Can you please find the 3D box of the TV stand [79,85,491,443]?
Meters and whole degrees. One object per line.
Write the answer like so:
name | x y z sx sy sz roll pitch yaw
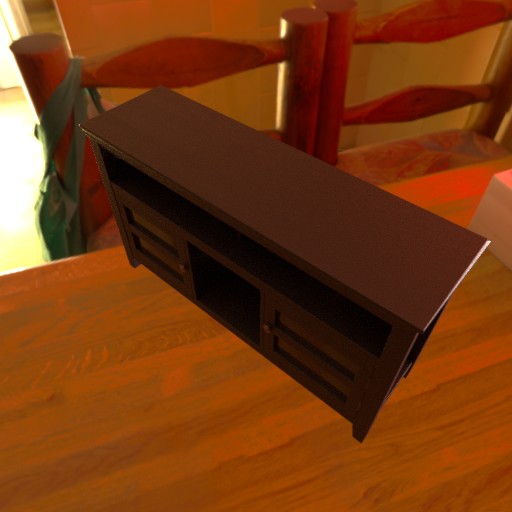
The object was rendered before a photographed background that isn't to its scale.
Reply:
TV stand | 0.000 0.000 1.493 1.198 0.681 0.347 32 55 26
